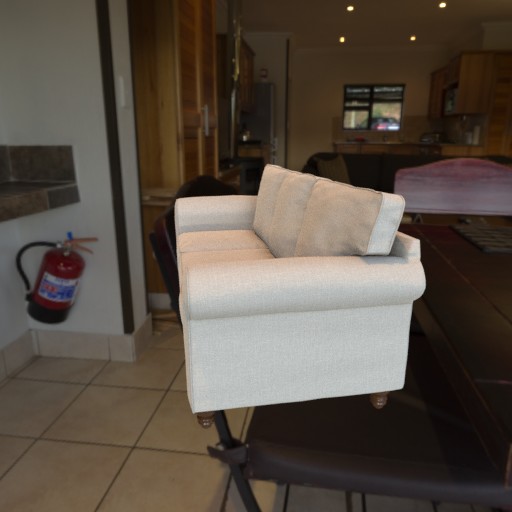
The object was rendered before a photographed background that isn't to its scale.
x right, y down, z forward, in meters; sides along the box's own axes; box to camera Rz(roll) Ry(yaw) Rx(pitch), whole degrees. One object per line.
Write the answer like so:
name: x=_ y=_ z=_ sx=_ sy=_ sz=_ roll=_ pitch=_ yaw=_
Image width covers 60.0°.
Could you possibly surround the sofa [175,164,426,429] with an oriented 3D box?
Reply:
sofa: x=0.000 y=0.000 z=2.593 sx=0.916 sy=0.961 sz=2.084 roll=-3 pitch=15 yaw=-10
